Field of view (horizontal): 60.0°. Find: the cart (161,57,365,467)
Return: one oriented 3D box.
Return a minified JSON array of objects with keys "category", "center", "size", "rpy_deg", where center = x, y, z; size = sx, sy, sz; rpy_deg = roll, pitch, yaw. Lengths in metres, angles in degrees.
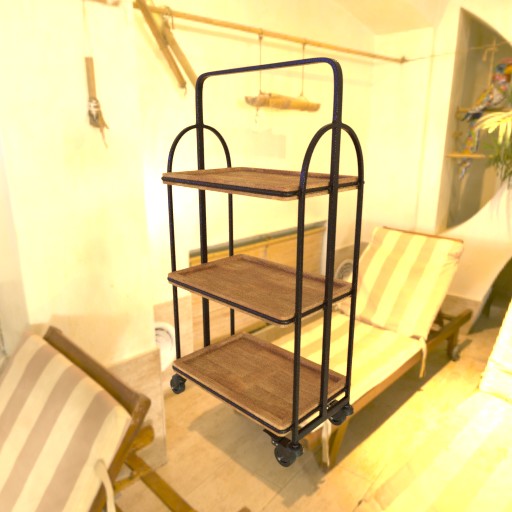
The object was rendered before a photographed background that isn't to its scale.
[{"category":"cart","center":[0.000,0.000,1.261],"size":[0.553,1.001,0.327],"rpy_deg":[15,22,42]}]
